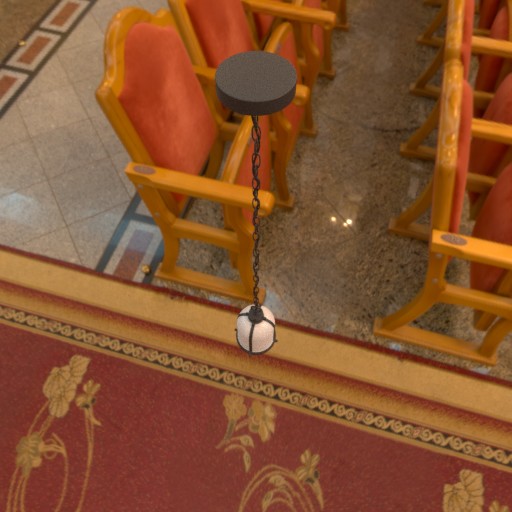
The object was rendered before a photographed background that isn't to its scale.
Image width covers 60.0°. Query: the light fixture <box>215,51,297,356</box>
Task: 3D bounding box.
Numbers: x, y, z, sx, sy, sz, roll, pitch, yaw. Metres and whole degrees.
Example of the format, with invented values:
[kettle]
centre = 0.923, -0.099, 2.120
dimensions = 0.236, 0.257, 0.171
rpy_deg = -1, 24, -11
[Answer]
[light fixture]
centre = 0.000, 0.000, 1.279
dimensions = 0.178, 1.181, 0.178
rpy_deg = 14, 58, 9
